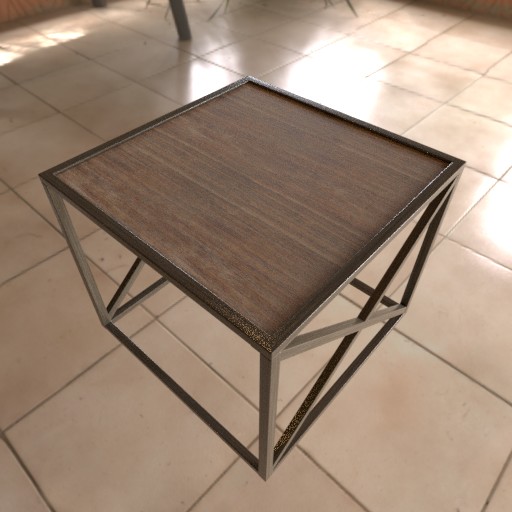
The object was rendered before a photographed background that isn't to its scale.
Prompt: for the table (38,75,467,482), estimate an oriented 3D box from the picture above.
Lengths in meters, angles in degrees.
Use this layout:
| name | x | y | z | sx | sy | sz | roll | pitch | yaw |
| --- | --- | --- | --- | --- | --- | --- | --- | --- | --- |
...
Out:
| name | x | y | z | sx | sy | sz | roll | pitch | yaw |
| --- | --- | --- | --- | --- | --- | --- | --- | --- | --- |
| table | 0.000 | 0.000 | 1.070 | 0.609 | 0.507 | 0.611 | 33 | 54 | 28 |
